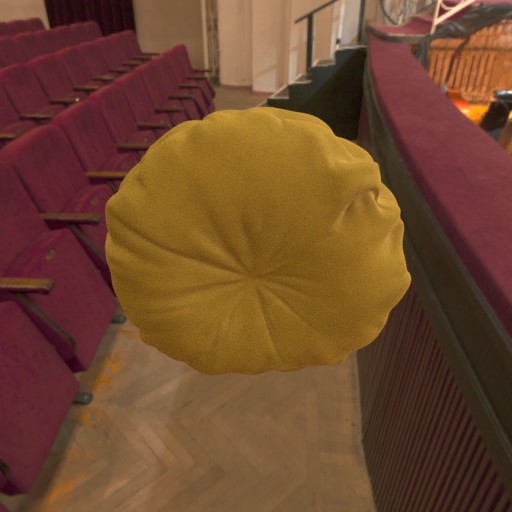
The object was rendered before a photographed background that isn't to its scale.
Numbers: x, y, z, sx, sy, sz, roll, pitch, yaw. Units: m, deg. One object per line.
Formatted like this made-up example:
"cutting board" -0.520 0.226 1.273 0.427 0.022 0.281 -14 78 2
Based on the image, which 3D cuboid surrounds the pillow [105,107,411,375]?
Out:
"pillow" 0.000 0.000 0.635 0.428 0.407 0.148 1 31 2
